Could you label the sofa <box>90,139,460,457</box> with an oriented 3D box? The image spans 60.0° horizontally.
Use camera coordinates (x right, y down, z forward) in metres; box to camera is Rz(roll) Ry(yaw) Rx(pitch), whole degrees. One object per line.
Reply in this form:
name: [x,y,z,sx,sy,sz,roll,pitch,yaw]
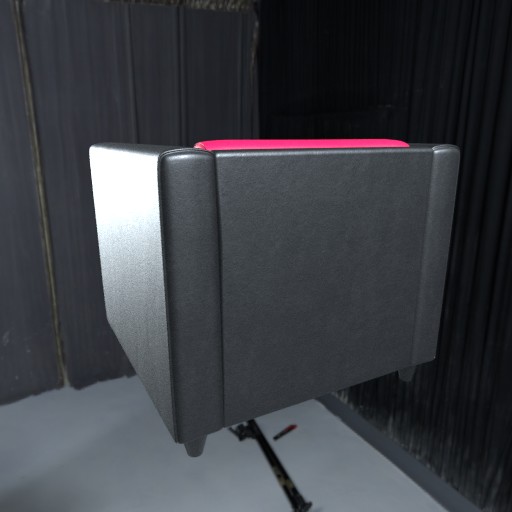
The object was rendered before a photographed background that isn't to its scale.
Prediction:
sofa: [0.000,0.000,1.419,0.839,0.724,0.809,-8,17,-27]
